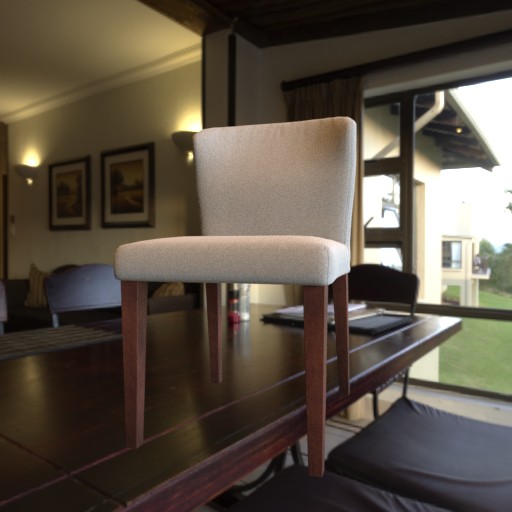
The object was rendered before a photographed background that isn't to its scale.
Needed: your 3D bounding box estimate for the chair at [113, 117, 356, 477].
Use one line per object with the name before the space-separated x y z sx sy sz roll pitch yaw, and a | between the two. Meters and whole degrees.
chair | 0.000 0.000 1.165 0.491 0.839 0.592 0 1 17
